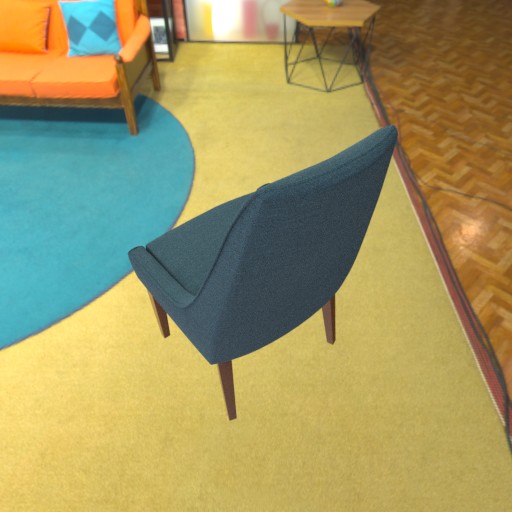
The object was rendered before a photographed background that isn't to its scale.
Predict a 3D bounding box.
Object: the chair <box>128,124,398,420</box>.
[{"bbox_3d":[0.000,0.000,1.212,0.529,0.861,0.544,-30,52,-26],"label":"chair"}]
